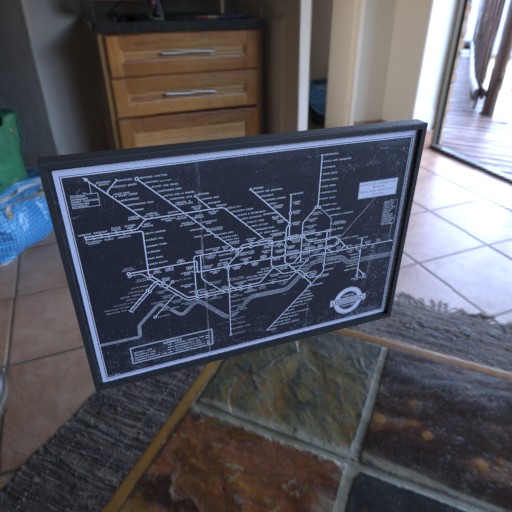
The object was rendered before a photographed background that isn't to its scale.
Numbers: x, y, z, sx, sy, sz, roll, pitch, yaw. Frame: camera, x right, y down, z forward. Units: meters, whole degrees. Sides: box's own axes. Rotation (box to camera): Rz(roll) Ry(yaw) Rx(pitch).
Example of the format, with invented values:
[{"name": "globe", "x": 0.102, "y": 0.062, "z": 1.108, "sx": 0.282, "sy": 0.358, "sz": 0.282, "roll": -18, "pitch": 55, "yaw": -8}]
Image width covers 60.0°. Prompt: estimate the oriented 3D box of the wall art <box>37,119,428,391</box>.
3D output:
[{"name": "wall art", "x": 0.000, "y": 0.000, "z": 0.564, "sx": 0.443, "sy": 0.301, "sz": 0.021, "roll": -11, "pitch": 32, "yaw": -17}]
